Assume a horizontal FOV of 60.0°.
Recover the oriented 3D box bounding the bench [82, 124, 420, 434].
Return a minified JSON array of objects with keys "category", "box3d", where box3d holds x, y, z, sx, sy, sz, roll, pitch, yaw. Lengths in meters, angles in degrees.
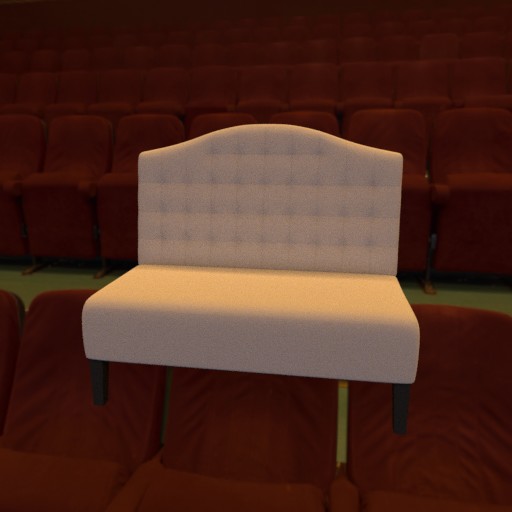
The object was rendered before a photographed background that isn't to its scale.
[{"category":"bench","box3d":[0.000,0.000,2.032,1.335,1.180,0.815,2,15,8]}]
